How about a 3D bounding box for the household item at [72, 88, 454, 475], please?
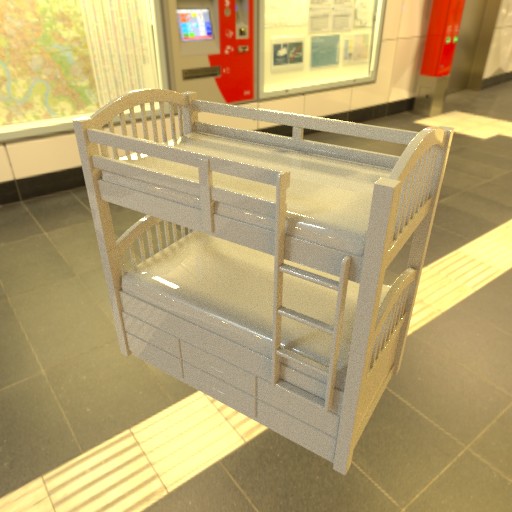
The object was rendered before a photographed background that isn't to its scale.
[{"bbox_3d":[0.000,0.000,3.130,2.032,2.032,1.143,18,35,28],"label":"household item"}]
